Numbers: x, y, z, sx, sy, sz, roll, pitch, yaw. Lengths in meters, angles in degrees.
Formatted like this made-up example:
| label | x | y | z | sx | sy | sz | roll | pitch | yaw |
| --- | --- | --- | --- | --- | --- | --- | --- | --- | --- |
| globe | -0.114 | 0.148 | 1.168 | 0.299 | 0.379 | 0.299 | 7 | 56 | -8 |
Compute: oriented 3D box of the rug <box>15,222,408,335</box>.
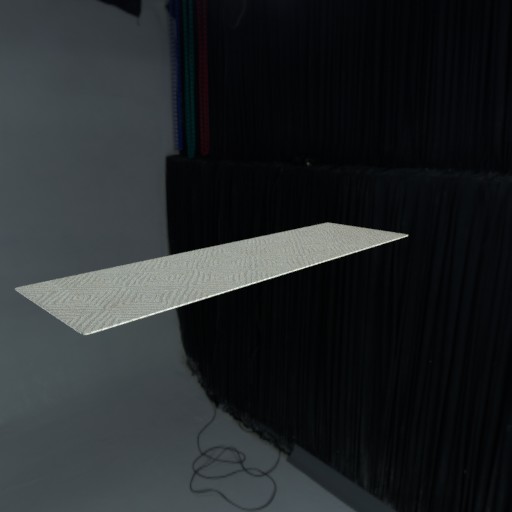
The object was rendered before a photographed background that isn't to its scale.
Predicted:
| label | x | y | z | sx | sy | sz | roll | pitch | yaw |
| --- | --- | --- | --- | --- | --- | --- | --- | --- | --- |
| rug | 0.000 | 0.000 | 2.462 | 0.676 | 0.008 | 2.277 | 14 | 20 | 43 |
